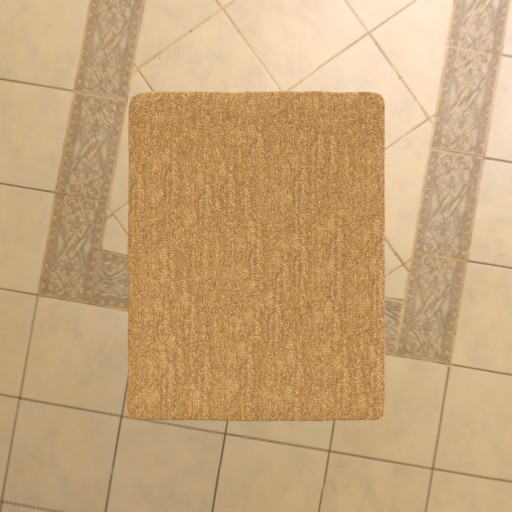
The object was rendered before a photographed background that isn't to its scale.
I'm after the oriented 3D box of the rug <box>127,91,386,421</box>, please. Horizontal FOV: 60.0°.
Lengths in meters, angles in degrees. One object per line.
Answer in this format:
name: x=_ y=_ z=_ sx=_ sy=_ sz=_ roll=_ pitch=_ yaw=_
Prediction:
rug: x=0.000 y=0.000 z=3.831 sx=2.242 sy=0.050 sz=2.873 roll=0 pitch=90 yaw=0
